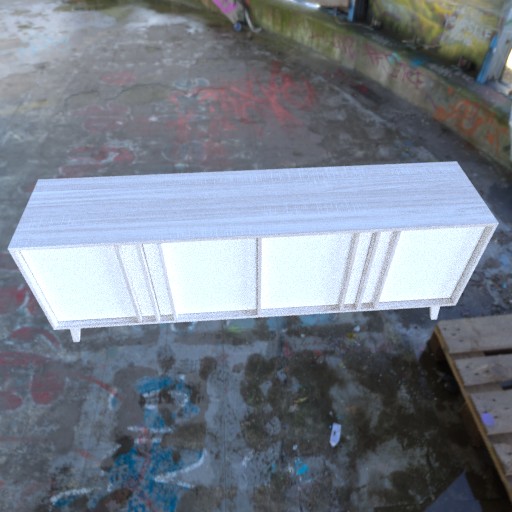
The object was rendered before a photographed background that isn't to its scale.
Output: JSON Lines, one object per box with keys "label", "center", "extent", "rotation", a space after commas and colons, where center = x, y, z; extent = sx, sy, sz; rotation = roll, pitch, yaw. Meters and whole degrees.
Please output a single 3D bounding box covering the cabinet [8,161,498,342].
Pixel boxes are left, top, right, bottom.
{"label": "cabinet", "center": [0.000, 0.000, 2.434], "extent": [2.200, 0.780, 0.500], "rotation": [-3, 46, -3]}
